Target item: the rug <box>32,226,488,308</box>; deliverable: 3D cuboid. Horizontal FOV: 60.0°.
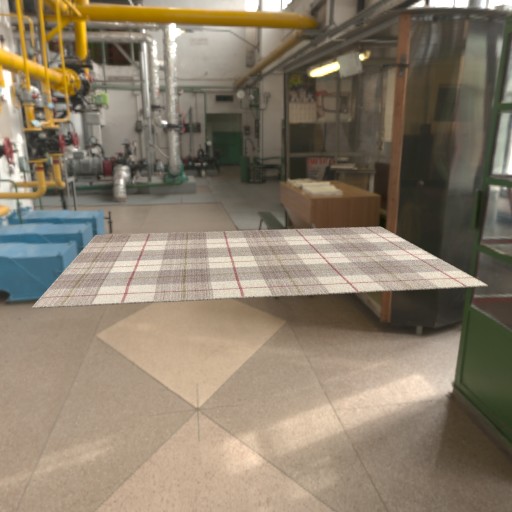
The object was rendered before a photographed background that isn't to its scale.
[{"bbox_3d":[0.000,0.000,3.090,2.464,0.010,1.549,-2,17,-7],"label":"rug"}]
